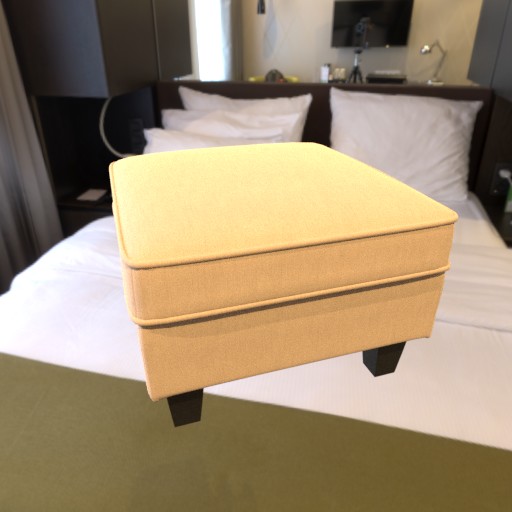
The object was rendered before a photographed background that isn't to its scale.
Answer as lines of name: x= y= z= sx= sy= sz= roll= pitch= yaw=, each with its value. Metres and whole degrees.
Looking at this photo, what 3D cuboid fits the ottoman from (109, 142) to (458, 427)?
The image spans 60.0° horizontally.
ottoman: x=0.000 y=0.000 z=1.048 sx=0.613 sy=0.438 sz=0.616 roll=-9 pitch=28 yaw=-16
